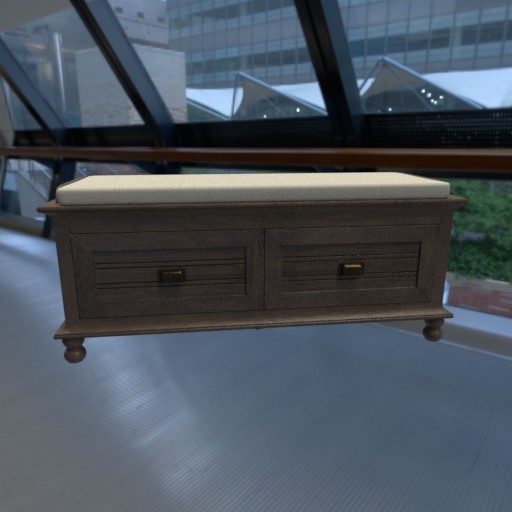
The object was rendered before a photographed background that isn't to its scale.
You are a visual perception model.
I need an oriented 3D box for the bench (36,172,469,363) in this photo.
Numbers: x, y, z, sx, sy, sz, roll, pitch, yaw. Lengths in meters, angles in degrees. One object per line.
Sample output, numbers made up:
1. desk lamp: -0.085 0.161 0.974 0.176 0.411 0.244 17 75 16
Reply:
1. bench: 0.000 0.000 1.450 1.185 0.501 0.402 -2 16 -7
